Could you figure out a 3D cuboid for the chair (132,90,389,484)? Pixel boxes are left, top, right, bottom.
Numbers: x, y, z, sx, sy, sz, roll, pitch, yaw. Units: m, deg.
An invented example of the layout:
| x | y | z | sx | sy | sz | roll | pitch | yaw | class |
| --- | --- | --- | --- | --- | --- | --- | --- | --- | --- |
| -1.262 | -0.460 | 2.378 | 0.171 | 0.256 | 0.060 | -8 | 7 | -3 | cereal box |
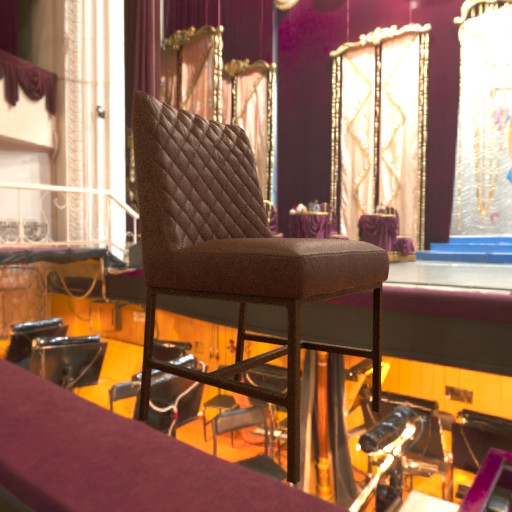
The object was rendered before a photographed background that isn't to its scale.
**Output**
| x | y | z | sx | sy | sz | roll | pitch | yaw | class |
| --- | --- | --- | --- | --- | --- | --- | --- | --- | --- |
| 0.000 | 0.000 | 1.223 | 0.587 | 0.889 | 0.508 | 1 | 3 | 36 | chair |
